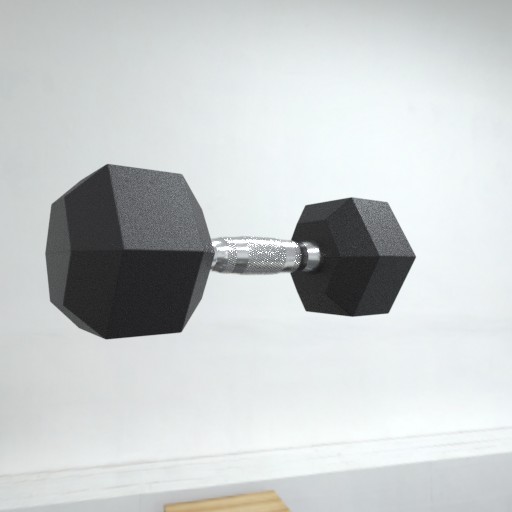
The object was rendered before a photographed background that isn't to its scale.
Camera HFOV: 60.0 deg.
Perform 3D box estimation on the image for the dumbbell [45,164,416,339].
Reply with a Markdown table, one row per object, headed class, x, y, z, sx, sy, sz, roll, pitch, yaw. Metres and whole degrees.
| class | x | y | z | sx | sy | sz | roll | pitch | yaw |
| --- | --- | --- | --- | --- | --- | --- | --- | --- | --- |
| dumbbell | 0.000 | 0.000 | 0.426 | 0.356 | 0.123 | 0.141 | 1 | -2 | -36 |
